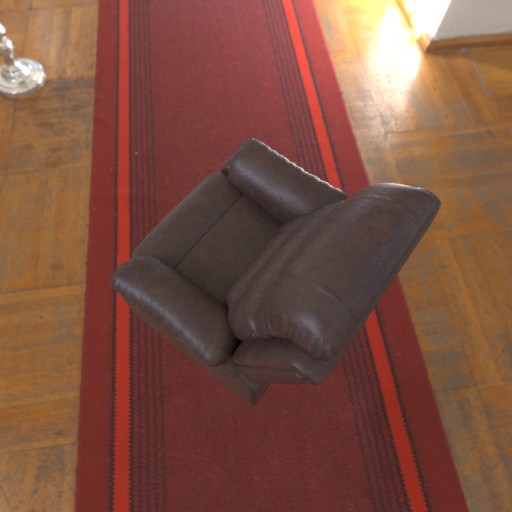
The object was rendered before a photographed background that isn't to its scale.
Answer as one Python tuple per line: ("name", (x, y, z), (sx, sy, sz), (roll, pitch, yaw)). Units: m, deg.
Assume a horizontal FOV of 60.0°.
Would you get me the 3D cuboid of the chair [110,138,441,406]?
("chair", (0.000, 0.000, 1.672), (0.919, 0.992, 0.855), (34, 68, 16))
